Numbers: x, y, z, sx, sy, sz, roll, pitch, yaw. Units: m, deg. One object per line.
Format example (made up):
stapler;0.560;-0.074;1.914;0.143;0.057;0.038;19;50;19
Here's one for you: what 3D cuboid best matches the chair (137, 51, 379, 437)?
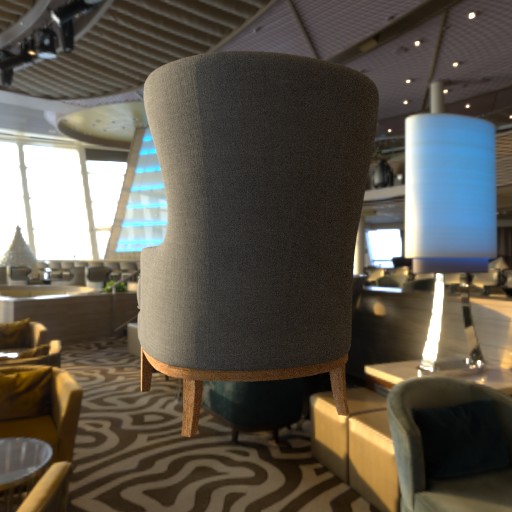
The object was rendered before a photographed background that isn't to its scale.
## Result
chair;0.000;0.000;1.702;0.864;1.176;0.883;0;-1;-20
